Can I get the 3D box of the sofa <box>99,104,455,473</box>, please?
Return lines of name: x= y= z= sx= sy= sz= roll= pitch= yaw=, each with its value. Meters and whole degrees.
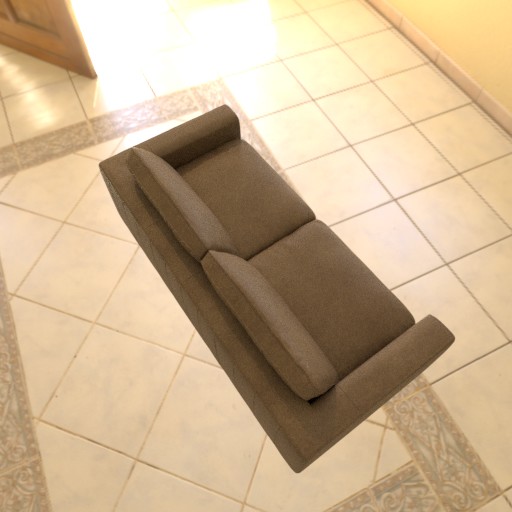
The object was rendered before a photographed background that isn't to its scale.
sofa: x=0.000 y=0.000 z=2.808 sx=1.070 sy=0.801 sz=2.262 roll=-31 pitch=64 yaw=-17
